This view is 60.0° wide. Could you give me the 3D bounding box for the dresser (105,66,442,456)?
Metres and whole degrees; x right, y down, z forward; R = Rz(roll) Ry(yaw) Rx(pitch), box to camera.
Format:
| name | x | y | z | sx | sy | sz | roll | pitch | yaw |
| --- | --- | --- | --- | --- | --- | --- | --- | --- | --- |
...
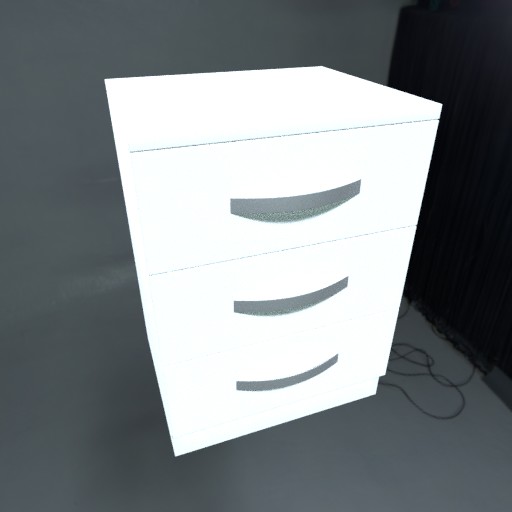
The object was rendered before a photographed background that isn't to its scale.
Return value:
| name | x | y | z | sx | sy | sz | roll | pitch | yaw |
| --- | --- | --- | --- | --- | --- | --- | --- | --- | --- |
| dresser | 0.000 | 0.000 | 0.790 | 0.400 | 0.560 | 0.360 | -11 | 33 | -17 |
